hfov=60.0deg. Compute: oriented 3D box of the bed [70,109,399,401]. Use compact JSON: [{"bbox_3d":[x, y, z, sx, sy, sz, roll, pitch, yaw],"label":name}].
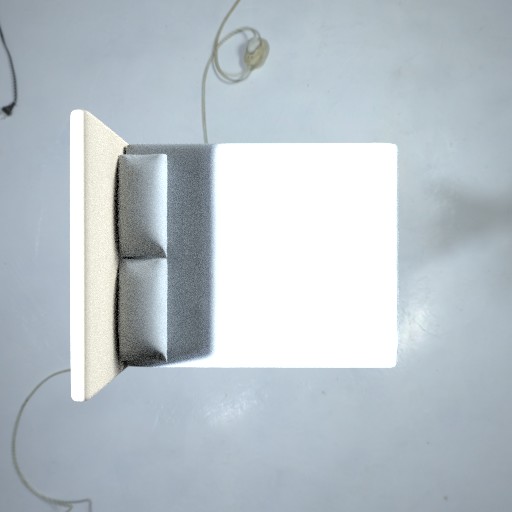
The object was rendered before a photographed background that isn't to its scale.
[{"bbox_3d":[0.000,0.000,3.168,2.142,1.330,1.748,0,90,0],"label":"bed"}]
